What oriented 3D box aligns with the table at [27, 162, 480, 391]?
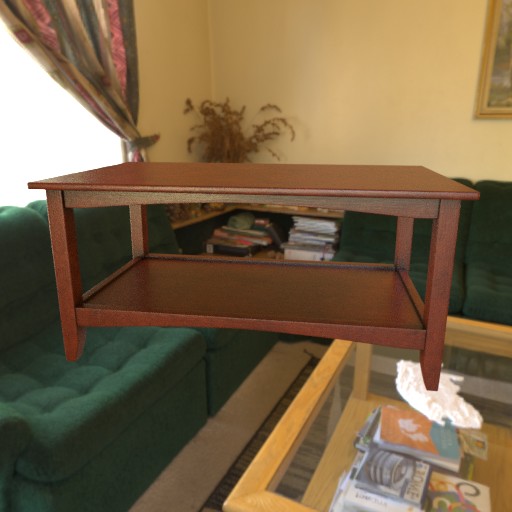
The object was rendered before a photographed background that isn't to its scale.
[{"bbox_3d":[0.000,0.000,1.226,0.943,0.456,0.533,3,17,8],"label":"table"}]
